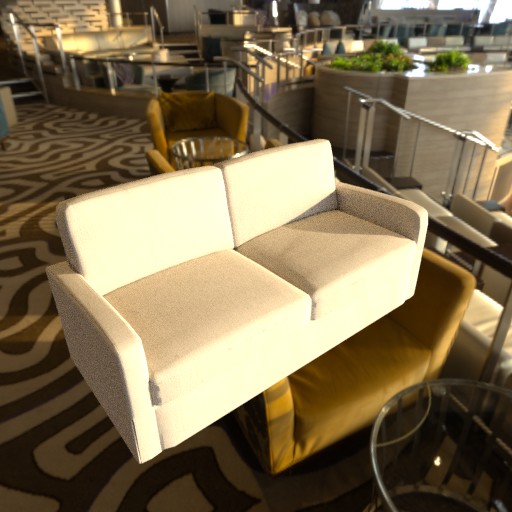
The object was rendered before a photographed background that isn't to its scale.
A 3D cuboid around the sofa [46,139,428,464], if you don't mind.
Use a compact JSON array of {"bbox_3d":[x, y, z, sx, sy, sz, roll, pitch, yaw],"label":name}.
[{"bbox_3d":[0.000,0.000,2.257,1.808,0.831,0.894,-22,37,-33],"label":"sofa"}]
